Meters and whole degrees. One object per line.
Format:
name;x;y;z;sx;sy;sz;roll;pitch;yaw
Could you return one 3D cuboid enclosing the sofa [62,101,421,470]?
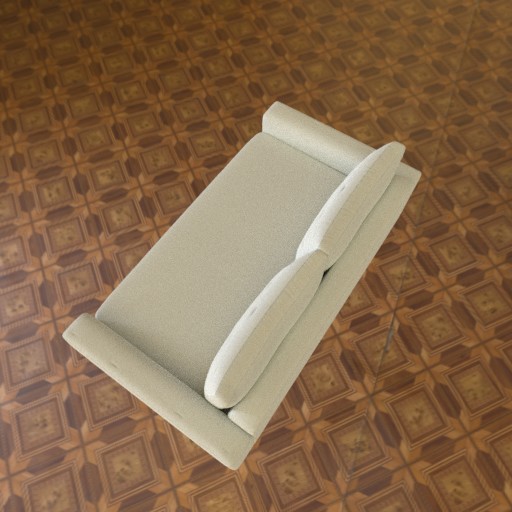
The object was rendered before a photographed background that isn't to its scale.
sofa;0.000;0.000;2.145;0.920;0.790;1.650;31;67;15
